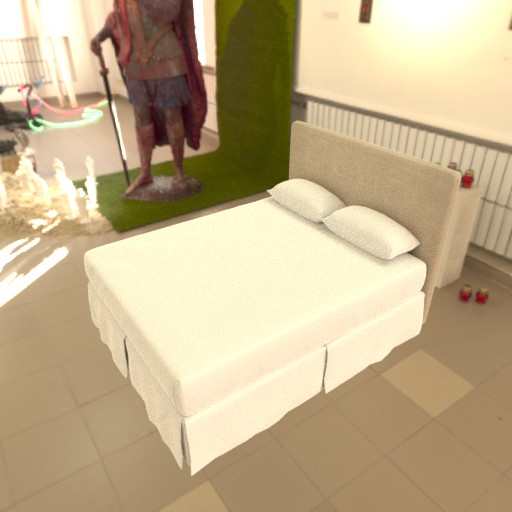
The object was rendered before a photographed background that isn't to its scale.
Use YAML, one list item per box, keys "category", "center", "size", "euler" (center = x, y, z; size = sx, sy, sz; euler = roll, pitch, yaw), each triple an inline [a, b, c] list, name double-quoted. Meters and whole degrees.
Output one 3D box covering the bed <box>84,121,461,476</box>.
- category: "bed"
  center: [0.000, 0.000, 3.220]
  size: [2.162, 1.330, 1.713]
  euler: [-20, 36, -30]
